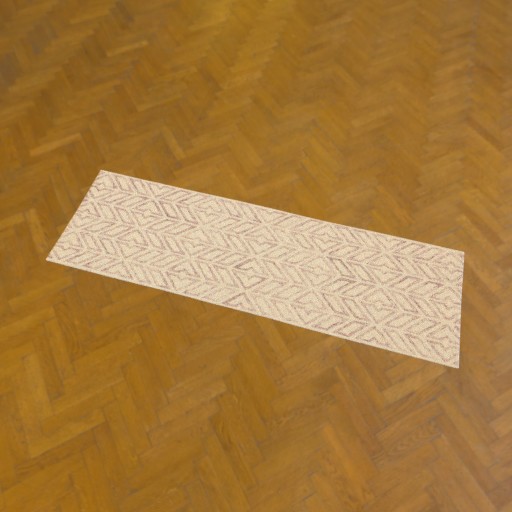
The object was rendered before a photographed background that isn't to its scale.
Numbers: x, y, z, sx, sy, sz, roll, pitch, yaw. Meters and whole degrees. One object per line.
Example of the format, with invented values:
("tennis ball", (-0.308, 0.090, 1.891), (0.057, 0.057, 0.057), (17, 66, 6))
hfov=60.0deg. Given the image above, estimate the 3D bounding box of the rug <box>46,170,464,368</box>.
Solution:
("rug", (0.000, 0.000, 2.696), (2.435, 0.009, 0.750), (14, 60, 8))
